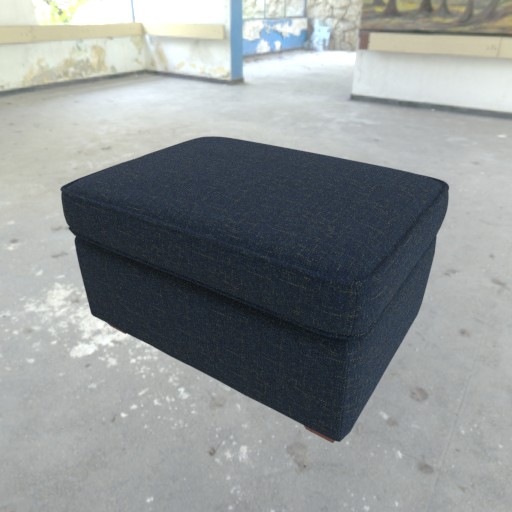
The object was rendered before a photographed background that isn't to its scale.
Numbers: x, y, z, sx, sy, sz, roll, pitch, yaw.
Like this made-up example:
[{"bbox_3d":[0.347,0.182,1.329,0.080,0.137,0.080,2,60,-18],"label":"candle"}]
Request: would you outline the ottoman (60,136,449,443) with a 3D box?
[{"bbox_3d":[0.000,0.000,1.085,0.749,0.450,0.549,18,35,29],"label":"ottoman"}]
